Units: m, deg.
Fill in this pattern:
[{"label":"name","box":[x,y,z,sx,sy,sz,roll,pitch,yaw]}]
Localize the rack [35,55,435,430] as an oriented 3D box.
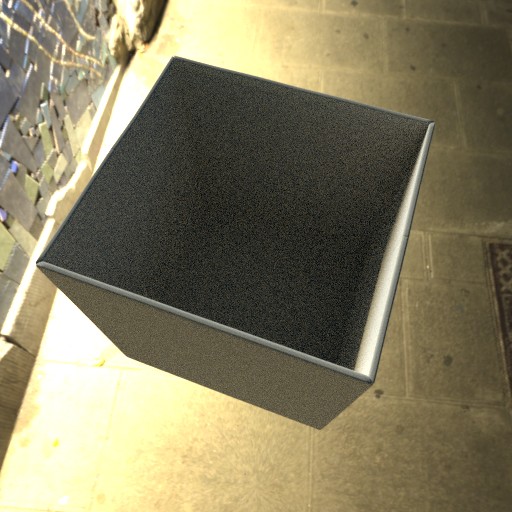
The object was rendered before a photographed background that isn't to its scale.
[{"label":"rack","box":[0.000,0.000,0.498,0.270,0.280,0.270,18,64,9]}]
